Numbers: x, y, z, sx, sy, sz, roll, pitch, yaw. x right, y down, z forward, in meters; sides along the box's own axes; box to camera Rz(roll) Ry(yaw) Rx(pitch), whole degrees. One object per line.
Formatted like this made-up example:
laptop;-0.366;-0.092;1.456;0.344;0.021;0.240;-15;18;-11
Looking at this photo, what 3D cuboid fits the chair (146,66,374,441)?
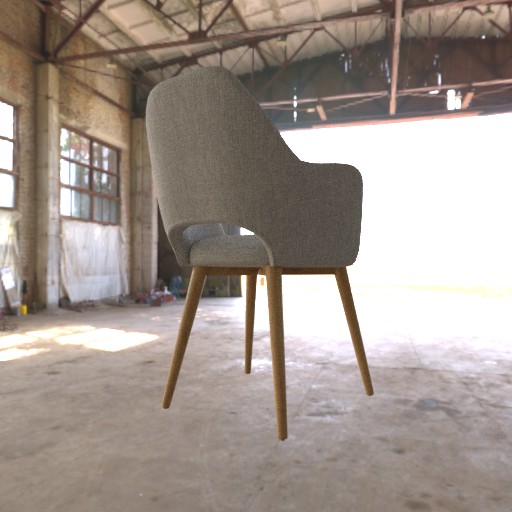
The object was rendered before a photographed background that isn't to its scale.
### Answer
chair;0.000;0.000;1.256;0.590;0.840;0.610;-1;-1;35
